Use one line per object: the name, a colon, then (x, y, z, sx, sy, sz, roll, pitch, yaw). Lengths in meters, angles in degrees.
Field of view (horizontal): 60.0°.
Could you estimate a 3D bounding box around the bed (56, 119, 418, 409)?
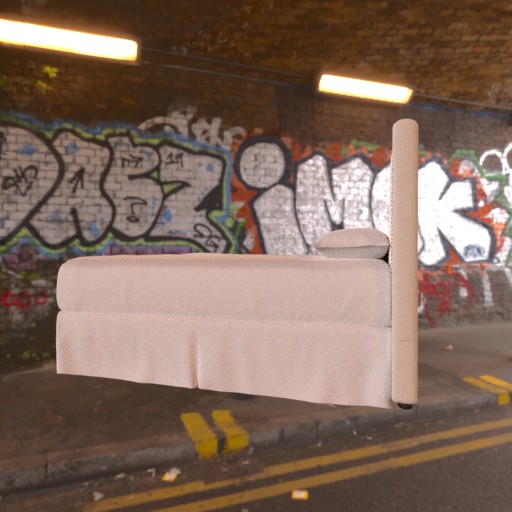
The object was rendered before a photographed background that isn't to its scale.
bed: (0.000, 0.000, 3.171, 2.143, 1.460, 1.753, 0, 1, 18)
